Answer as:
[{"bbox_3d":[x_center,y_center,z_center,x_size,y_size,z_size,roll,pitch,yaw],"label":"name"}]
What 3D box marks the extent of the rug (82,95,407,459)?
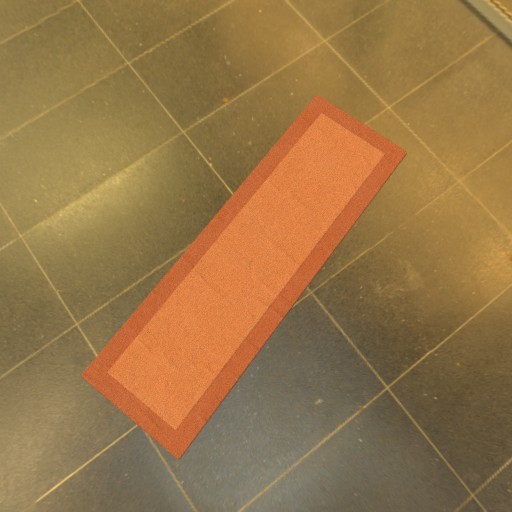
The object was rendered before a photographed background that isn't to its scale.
[{"bbox_3d":[0.000,0.000,2.817,0.914,0.013,2.471,33,77,9],"label":"rug"}]
